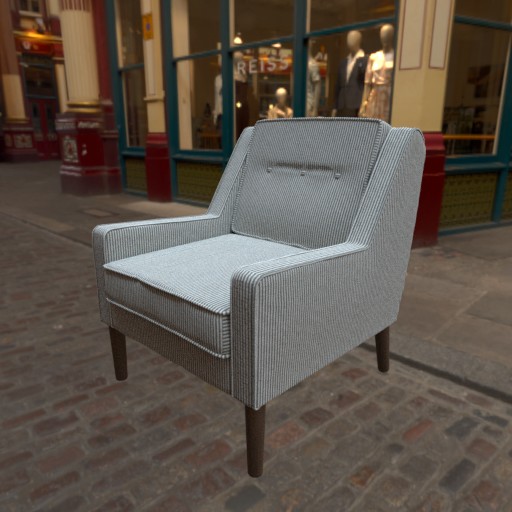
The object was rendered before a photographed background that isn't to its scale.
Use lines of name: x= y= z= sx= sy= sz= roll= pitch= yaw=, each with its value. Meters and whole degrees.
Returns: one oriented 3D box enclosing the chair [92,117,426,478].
chair: x=0.000 y=0.000 z=1.319 sx=0.663 sy=0.792 sz=0.743 roll=15 pitch=22 yaw=41
